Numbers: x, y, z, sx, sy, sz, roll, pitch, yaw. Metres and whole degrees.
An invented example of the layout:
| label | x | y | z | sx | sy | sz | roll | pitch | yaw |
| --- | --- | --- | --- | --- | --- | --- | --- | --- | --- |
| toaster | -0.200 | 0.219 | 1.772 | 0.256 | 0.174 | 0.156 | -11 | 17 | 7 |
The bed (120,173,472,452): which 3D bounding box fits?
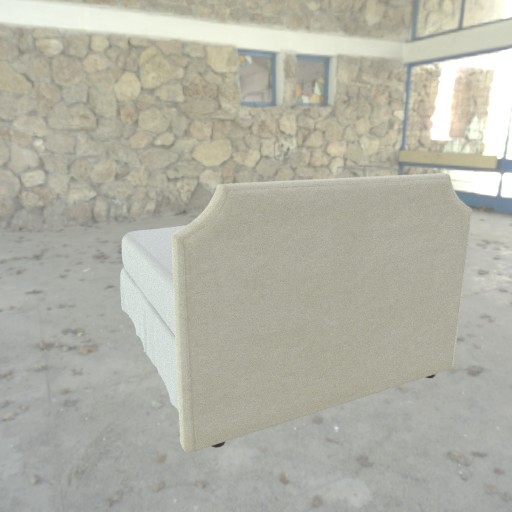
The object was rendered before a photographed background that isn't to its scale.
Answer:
| label | x | y | z | sx | sy | sz | roll | pitch | yaw |
| --- | --- | --- | --- | --- | --- | --- | --- | --- | --- |
| bed | 0.000 | 0.000 | 3.264 | 1.828 | 1.297 | 2.164 | -7 | 17 | -26 |
